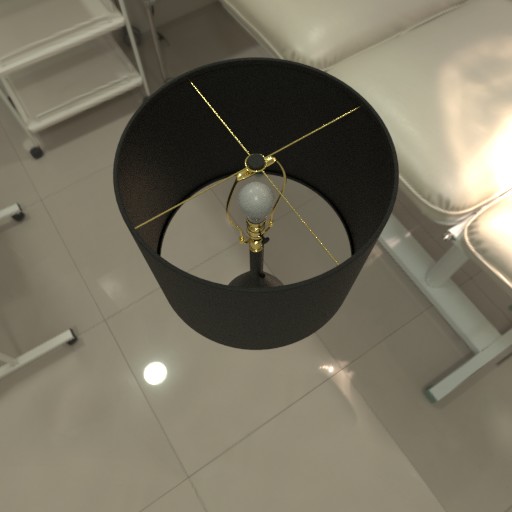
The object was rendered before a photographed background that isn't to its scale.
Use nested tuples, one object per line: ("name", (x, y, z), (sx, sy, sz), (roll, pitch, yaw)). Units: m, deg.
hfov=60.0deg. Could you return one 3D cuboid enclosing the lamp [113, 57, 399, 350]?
("lamp", (0.000, 0.000, 0.824), (0.359, 0.584, 0.359), (-31, 69, -13))
